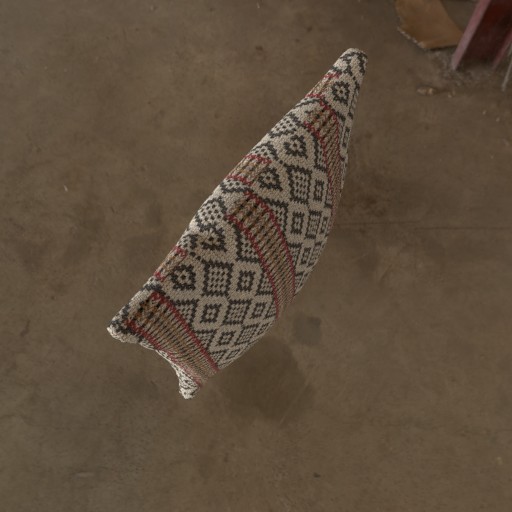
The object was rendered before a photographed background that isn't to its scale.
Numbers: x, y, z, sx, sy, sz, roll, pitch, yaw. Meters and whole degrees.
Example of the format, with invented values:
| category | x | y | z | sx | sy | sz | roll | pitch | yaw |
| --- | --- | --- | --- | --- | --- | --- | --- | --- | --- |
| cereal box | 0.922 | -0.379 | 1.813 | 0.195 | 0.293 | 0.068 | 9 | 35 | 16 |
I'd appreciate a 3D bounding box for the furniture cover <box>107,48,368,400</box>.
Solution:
| category | x | y | z | sx | sy | sz | roll | pitch | yaw |
| --- | --- | --- | --- | --- | --- | --- | --- | --- | --- |
| furniture cover | 0.000 | 0.000 | 0.763 | 0.182 | 0.506 | 0.503 | 33 | 69 | 14 |
